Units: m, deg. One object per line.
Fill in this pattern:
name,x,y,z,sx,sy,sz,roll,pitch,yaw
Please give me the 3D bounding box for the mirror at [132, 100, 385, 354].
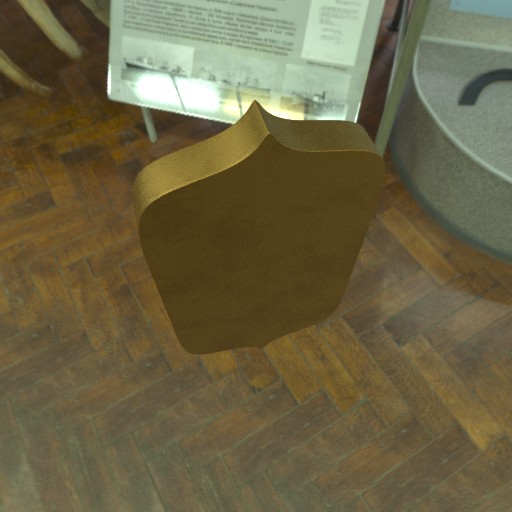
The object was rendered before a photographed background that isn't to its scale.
mirror,0.000,0.000,0.727,0.323,0.613,0.096,-14,59,-8
